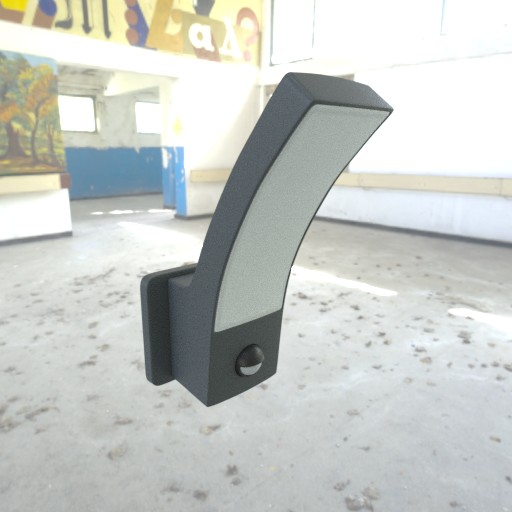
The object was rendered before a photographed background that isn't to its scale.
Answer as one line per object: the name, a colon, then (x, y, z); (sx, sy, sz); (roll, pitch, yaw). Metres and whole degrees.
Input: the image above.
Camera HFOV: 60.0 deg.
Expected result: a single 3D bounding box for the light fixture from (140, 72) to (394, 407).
light fixture: (0.000, 0.000, 0.338); (0.108, 0.243, 0.174); (-13, 19, -42)
